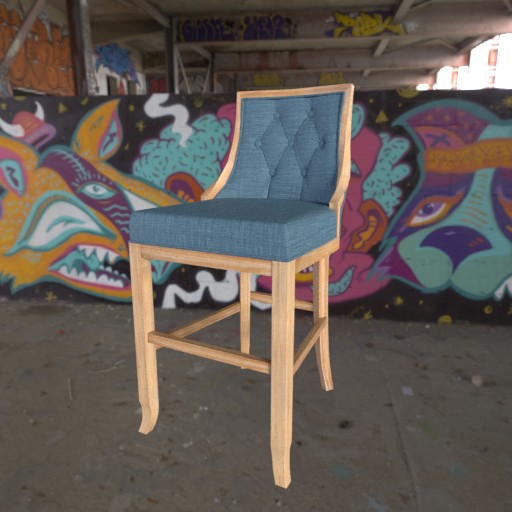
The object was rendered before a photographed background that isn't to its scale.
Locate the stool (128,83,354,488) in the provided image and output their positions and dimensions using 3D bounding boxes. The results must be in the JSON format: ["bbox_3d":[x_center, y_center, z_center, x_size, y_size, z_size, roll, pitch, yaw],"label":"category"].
[{"bbox_3d":[0.000,0.000,1.453,0.524,1.101,0.626,7,15,28],"label":"stool"}]
